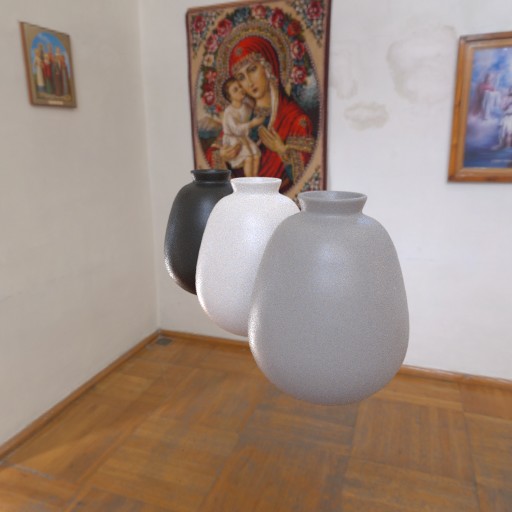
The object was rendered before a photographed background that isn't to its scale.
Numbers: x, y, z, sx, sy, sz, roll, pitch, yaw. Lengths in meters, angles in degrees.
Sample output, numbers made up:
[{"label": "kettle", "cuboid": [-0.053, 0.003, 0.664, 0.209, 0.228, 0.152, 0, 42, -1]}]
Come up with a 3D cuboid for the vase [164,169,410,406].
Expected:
[{"label": "vase", "cuboid": [0.000, 0.000, 0.356, 0.097, 0.122, 0.297, -7, 17, -25]}]
